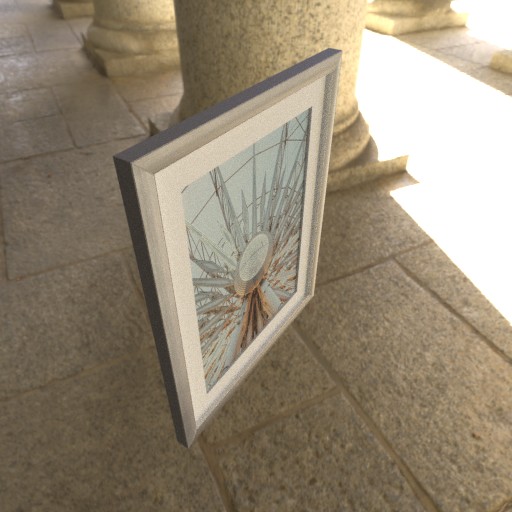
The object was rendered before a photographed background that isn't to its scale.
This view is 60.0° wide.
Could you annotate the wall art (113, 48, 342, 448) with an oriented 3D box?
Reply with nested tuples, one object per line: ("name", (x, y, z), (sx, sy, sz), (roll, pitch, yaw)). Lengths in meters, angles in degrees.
("wall art", (0.000, 0.000, 0.752), (0.029, 0.558, 0.458), (24, 45, 26))
